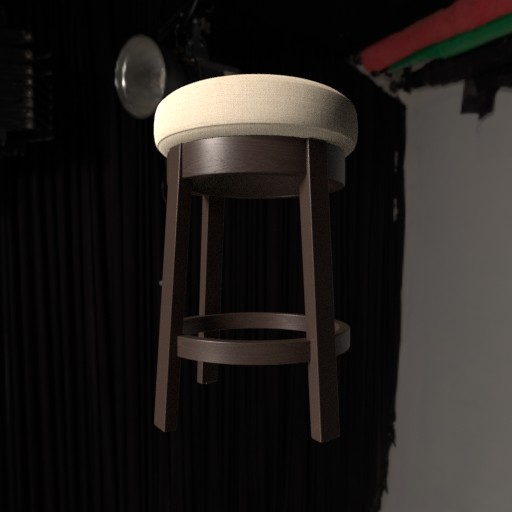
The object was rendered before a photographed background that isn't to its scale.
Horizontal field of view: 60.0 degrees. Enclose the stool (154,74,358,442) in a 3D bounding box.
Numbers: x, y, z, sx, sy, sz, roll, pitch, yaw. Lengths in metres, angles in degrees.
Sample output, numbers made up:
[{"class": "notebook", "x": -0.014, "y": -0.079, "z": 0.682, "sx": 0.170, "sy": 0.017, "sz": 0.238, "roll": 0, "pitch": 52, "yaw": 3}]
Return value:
[{"class": "stool", "x": 0.000, "y": 0.000, "z": 0.960, "sx": 0.449, "sy": 0.655, "sz": 0.449, "roll": 0, "pitch": 0, "yaw": 0}]
